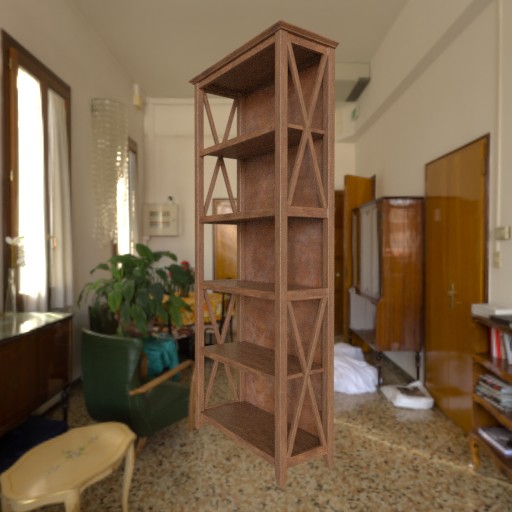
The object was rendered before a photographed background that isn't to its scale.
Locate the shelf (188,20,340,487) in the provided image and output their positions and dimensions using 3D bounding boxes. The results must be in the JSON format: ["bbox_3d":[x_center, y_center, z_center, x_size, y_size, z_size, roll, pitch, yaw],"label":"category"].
[{"bbox_3d":[0.000,0.000,2.211,0.335,1.905,0.805,-1,1,-36],"label":"shelf"}]
